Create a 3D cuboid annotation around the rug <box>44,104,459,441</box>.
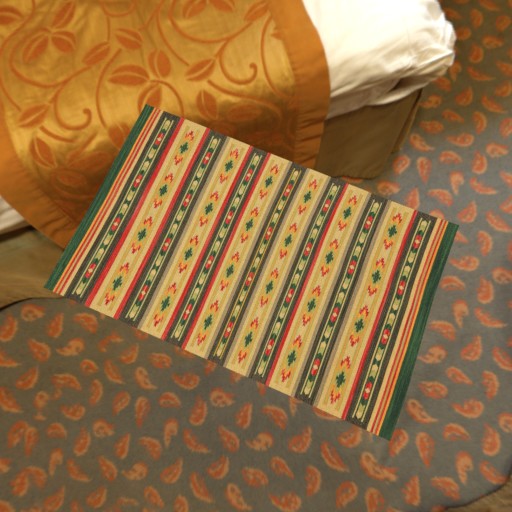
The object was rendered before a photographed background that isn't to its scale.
[{"bbox_3d":[0.000,0.000,3.023,2.447,0.011,1.520,22,76,6],"label":"rug"}]
